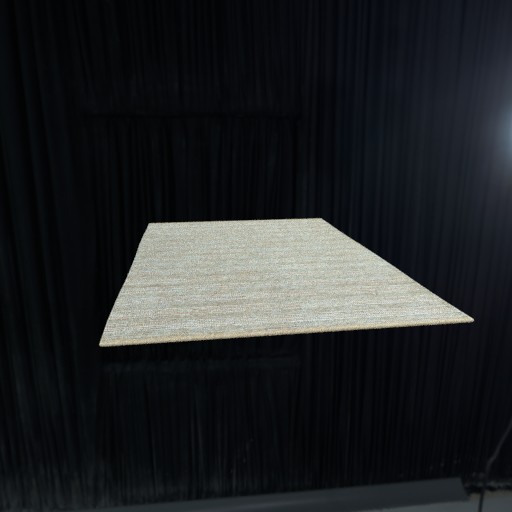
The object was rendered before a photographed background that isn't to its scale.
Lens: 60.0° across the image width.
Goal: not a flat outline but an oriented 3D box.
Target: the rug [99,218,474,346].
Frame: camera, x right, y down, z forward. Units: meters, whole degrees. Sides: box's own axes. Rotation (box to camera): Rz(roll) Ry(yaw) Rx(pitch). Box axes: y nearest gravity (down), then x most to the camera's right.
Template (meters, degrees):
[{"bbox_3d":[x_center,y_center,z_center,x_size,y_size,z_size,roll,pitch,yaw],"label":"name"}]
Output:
[{"bbox_3d":[0.000,0.000,2.294,1.240,0.010,1.824,-2,16,-8],"label":"rug"}]
